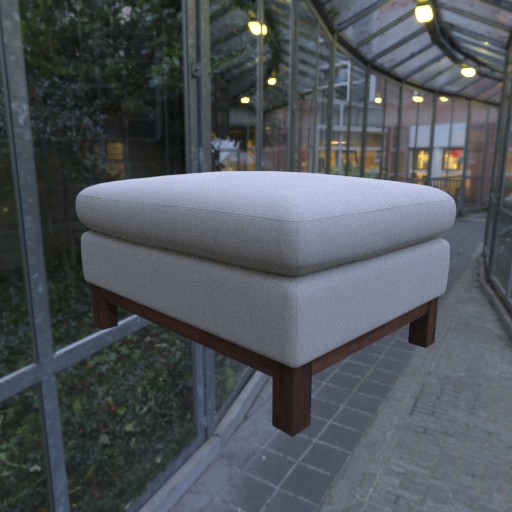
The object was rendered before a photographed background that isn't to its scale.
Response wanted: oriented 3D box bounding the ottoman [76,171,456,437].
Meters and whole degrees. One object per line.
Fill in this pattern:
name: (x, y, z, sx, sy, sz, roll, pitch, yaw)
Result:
ottoman: (0.000, 0.000, 1.118, 0.771, 0.420, 0.606, 12, 17, 44)
